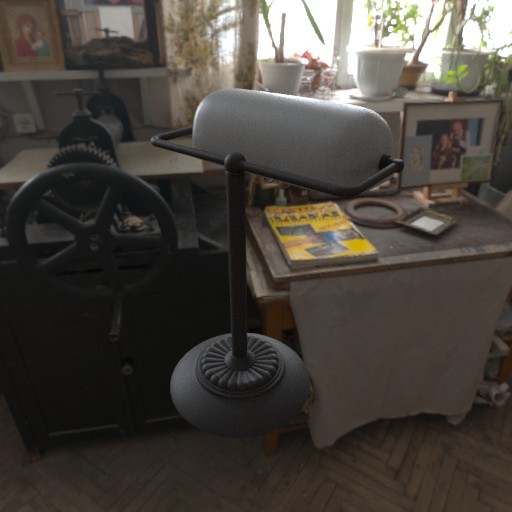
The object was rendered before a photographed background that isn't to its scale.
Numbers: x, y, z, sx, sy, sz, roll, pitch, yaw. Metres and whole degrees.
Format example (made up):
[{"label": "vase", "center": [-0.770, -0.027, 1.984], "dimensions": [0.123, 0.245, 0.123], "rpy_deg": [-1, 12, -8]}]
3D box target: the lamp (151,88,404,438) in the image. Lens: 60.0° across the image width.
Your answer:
[{"label": "lamp", "center": [0.000, 0.000, 0.510], "dimensions": [0.264, 0.339, 0.243], "rpy_deg": [22, 36, 33]}]
